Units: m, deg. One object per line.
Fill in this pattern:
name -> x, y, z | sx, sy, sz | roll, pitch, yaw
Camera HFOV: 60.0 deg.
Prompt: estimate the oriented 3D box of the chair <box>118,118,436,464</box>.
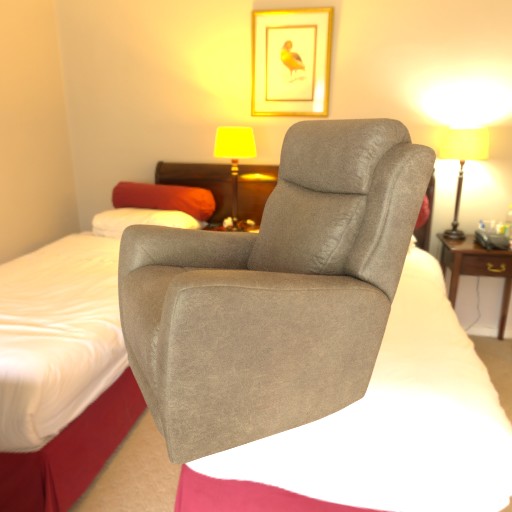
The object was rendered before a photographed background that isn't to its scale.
chair -> 0.000, 0.000, 1.881 | 1.068, 1.116, 0.965 | -7, 18, -24
